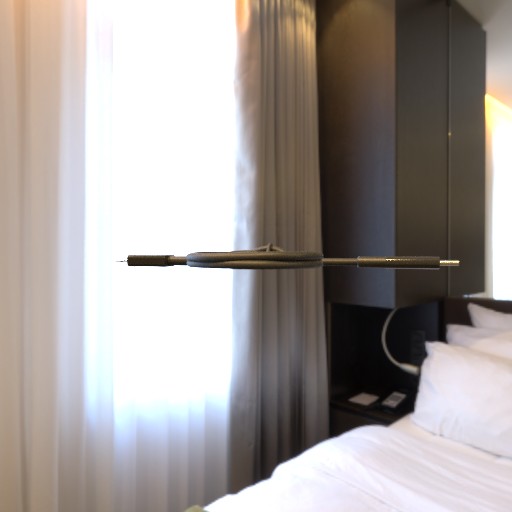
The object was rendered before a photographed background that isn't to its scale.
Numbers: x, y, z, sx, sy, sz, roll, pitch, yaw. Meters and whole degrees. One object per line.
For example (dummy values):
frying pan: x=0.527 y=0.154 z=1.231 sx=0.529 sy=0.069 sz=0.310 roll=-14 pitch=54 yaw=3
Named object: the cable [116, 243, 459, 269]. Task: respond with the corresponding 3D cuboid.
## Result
cable: x=0.000 y=0.000 z=0.221 sx=0.192 sy=0.014 sz=0.070 roll=0 pitch=1 yaw=17
